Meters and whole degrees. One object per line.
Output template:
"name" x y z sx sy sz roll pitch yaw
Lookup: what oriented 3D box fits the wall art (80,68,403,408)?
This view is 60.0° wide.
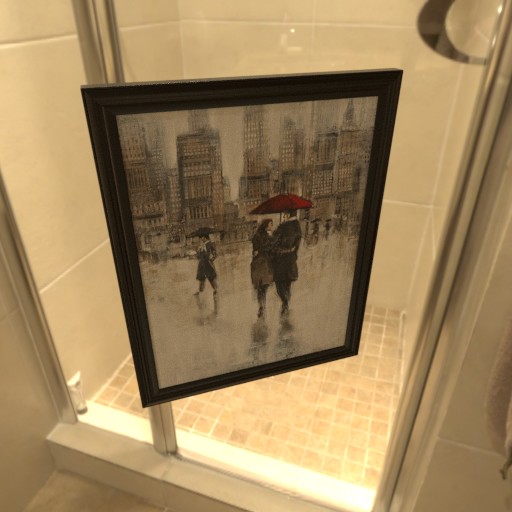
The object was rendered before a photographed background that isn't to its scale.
"wall art" 0.000 0.000 1.573 0.950 1.194 0.053 -10 32 -15
